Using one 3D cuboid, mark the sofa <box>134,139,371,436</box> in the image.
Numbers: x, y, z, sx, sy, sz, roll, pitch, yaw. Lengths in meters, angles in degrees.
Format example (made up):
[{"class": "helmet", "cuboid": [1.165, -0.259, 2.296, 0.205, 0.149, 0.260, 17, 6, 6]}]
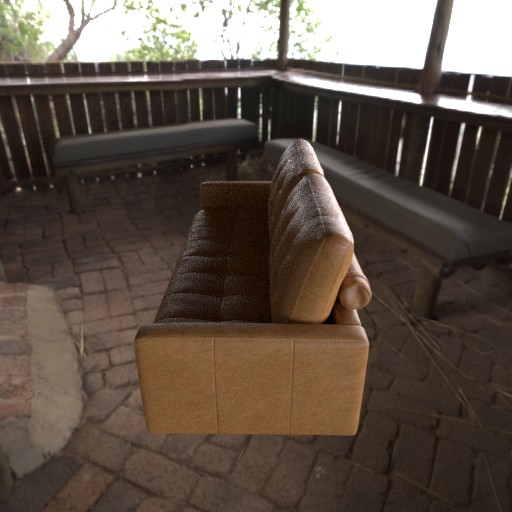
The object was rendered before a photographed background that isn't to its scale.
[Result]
[{"class": "sofa", "cuboid": [0.000, 0.000, 2.305, 0.850, 0.898, 1.821, 0, 26, 1]}]
